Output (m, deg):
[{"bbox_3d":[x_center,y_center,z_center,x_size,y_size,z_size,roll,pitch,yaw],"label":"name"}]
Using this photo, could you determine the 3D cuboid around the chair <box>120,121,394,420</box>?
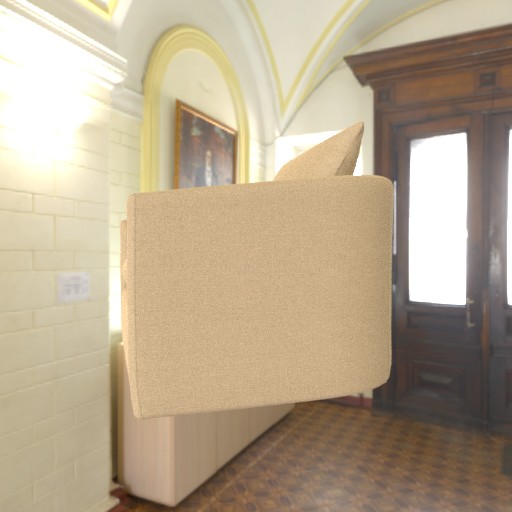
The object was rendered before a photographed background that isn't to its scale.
[{"bbox_3d":[0.000,0.000,1.573,0.910,0.848,0.845,0,0,-18],"label":"chair"}]
